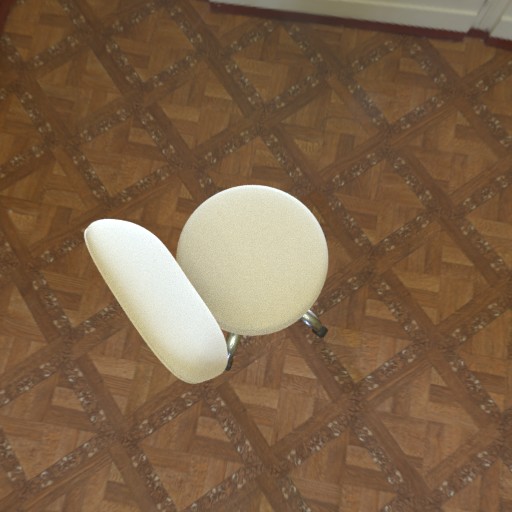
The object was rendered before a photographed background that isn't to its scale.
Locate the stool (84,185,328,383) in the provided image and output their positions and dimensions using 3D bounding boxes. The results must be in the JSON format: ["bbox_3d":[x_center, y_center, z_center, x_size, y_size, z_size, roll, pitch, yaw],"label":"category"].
[{"bbox_3d":[0.000,0.000,1.232,0.616,0.810,0.609,-35,79,-8],"label":"stool"}]
